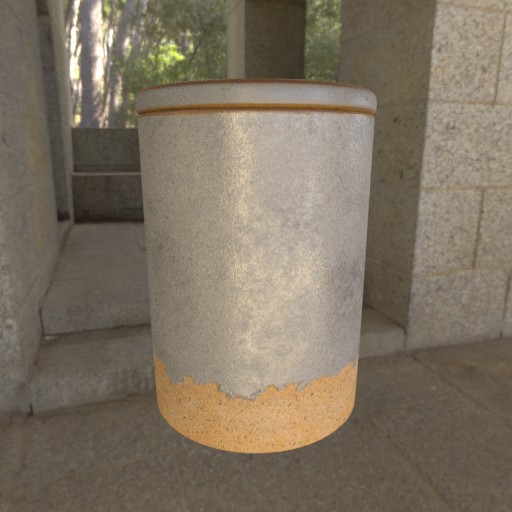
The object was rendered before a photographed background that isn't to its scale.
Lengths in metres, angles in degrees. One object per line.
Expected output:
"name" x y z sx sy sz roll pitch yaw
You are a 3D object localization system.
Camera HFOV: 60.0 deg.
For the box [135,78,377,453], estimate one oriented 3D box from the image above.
"box" 0.000 0.000 0.243 0.118 0.168 0.118 0 14 0
